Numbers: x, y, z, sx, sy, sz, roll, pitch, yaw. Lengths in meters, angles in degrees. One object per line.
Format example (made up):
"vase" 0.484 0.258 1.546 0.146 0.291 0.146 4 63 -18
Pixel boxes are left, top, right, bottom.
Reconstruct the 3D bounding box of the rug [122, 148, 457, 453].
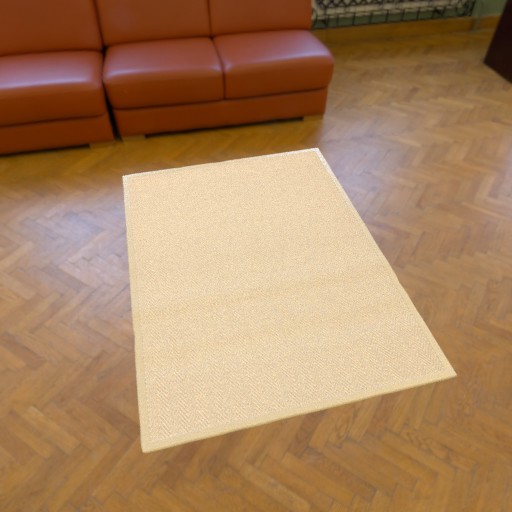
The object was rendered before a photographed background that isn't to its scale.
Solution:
"rug" 0.000 0.000 4.869 2.734 0.037 3.659 -10 48 -9
